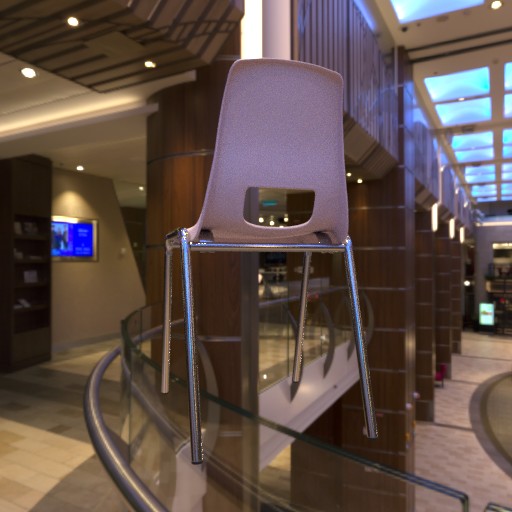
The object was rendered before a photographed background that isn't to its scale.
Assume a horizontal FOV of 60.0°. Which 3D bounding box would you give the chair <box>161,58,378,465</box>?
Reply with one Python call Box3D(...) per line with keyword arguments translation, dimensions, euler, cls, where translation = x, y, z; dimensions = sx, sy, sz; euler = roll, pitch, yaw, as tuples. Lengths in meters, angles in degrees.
Box3D(translation=(0.000, 0.000, 0.994), dimensions=(0.381, 0.704, 0.436), euler=(0, 0, -17), cls="chair")
